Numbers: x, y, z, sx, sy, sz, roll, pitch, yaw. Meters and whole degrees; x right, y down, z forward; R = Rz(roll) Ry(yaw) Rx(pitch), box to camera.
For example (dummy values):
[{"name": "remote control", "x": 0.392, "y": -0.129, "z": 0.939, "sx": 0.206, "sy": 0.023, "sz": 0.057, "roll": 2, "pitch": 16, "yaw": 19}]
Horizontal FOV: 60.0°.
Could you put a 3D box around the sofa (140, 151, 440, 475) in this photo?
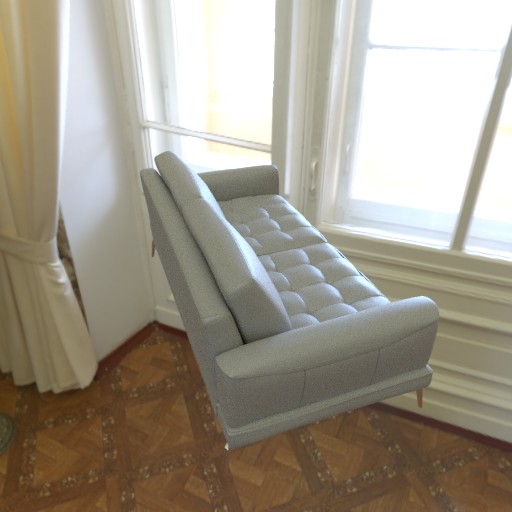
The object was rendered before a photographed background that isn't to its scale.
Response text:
[{"name": "sofa", "x": 0.000, "y": 0.000, "z": 2.787, "sx": 1.121, "sy": 0.930, "sz": 2.177, "roll": -11, "pitch": 33, "yaw": -17}]
